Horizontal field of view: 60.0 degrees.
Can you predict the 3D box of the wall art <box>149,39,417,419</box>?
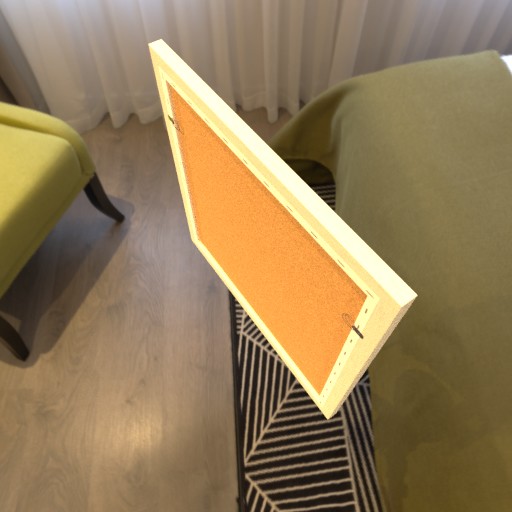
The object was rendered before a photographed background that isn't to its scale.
[{"bbox_3d":[0.000,0.000,1.496,0.045,1.016,1.016,-31,63,-18],"label":"wall art"}]
